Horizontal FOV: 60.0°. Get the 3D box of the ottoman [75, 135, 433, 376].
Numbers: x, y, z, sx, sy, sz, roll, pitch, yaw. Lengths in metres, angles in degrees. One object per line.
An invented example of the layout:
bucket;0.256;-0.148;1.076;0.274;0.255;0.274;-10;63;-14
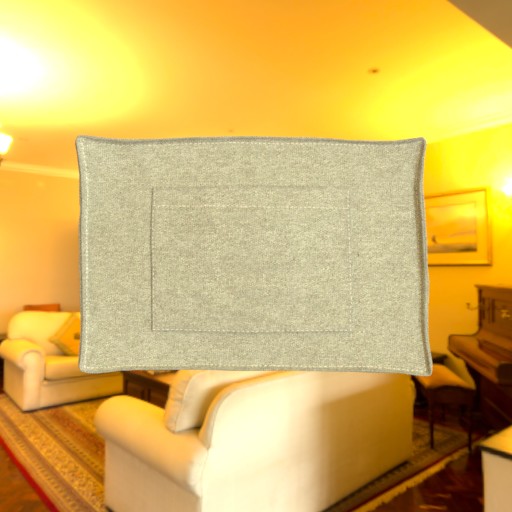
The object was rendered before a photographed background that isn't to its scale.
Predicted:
ottoman;0.000;0.000;1.160;0.707;0.470;0.696;0;-2;1
